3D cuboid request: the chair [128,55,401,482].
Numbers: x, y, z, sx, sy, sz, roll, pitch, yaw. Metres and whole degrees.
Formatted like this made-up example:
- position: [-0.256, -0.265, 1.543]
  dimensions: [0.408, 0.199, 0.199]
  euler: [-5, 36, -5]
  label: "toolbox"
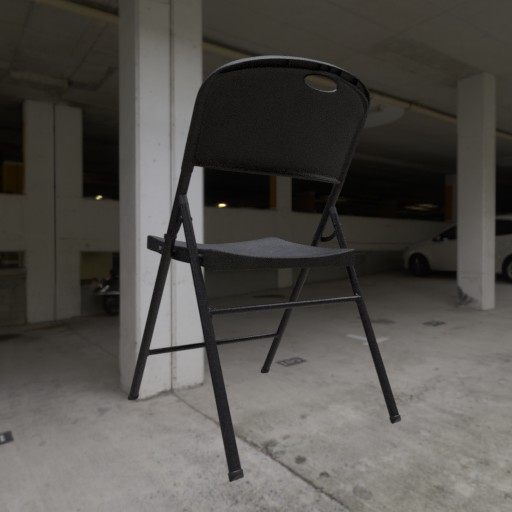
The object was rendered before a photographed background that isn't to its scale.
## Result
- position: [0.000, 0.000, 1.153]
  dimensions: [0.494, 0.810, 0.566]
  euler: [-1, 1, -35]
  label: "chair"
